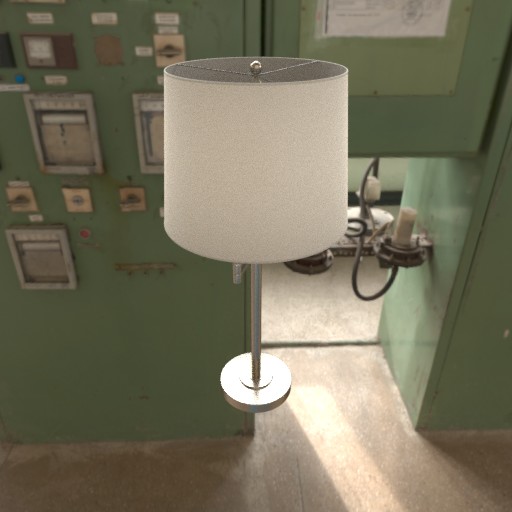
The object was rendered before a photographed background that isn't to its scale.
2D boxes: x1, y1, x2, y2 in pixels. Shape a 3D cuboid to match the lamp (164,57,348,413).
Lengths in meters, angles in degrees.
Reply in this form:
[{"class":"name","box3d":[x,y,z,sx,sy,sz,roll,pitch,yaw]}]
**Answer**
[{"class":"lamp","box3d":[0.000,0.000,0.858,0.333,0.696,0.333,0,30,0]}]
